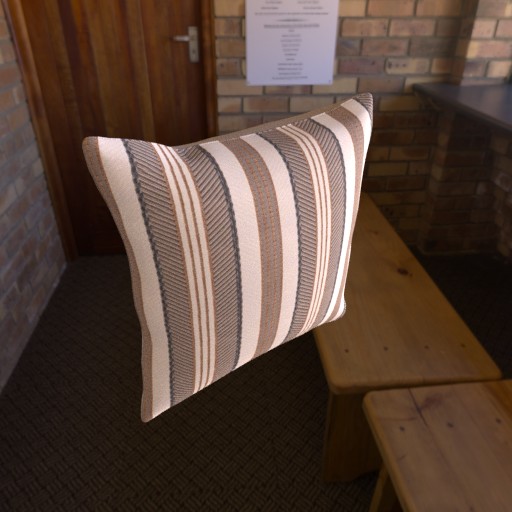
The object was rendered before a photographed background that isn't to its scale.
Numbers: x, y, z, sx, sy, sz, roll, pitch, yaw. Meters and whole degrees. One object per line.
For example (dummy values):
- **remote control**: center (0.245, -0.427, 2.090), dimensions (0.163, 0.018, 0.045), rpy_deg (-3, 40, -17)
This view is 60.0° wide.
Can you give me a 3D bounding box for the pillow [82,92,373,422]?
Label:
- **pillow**: center (0.000, 0.000, 0.628), dimensions (0.416, 0.401, 0.173), rpy_deg (-21, 36, -32)
